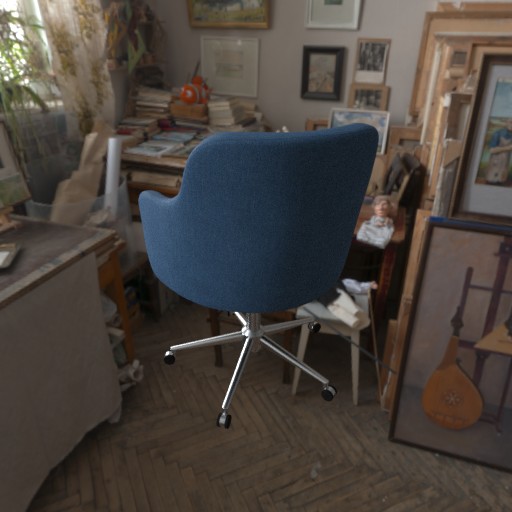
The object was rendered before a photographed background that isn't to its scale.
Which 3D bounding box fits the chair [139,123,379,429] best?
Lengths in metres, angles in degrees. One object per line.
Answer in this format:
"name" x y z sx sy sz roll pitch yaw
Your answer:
"chair" 0.000 0.000 1.268 0.599 0.820 0.655 -9 29 -16
